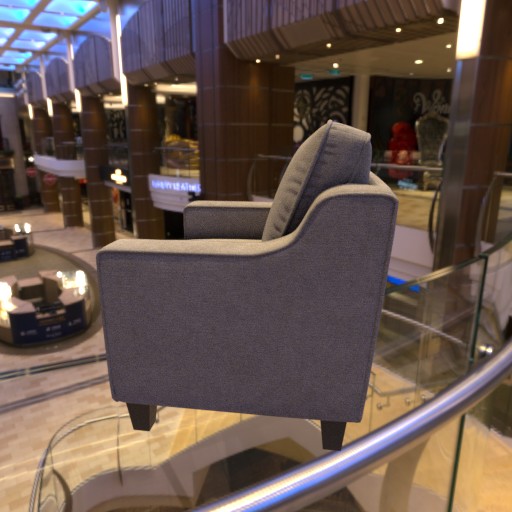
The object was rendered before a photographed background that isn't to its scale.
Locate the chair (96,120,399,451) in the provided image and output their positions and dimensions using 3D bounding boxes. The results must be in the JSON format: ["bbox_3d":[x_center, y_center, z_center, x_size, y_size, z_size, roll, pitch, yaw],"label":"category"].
[{"bbox_3d":[0.000,0.000,1.631,0.840,0.944,0.926,2,16,8],"label":"chair"}]
